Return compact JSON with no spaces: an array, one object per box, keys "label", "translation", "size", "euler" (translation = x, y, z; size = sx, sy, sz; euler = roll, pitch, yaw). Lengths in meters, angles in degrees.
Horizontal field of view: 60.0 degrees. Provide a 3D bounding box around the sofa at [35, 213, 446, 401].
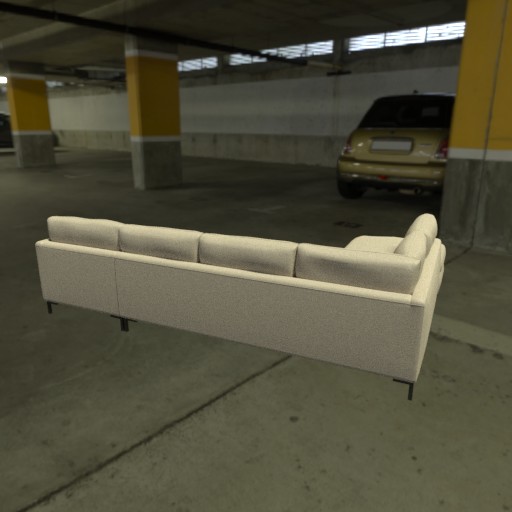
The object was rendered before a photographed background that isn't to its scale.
[{"label":"sofa","translation":[0.000,0.000,3.538],"size":[2.737,0.756,1.879],"euler":[8,18,24]}]
